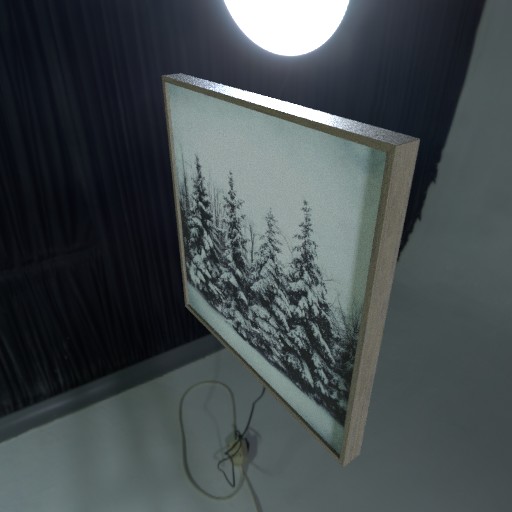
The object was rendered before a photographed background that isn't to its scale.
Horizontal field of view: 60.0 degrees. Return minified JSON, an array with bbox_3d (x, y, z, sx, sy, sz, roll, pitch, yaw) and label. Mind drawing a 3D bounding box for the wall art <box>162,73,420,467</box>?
[{"bbox_3d":[0.000,0.000,0.743,0.037,0.507,0.507,-21,37,-31],"label":"wall art"}]
